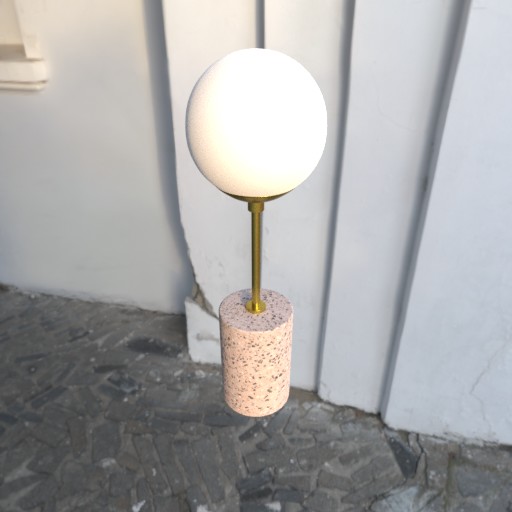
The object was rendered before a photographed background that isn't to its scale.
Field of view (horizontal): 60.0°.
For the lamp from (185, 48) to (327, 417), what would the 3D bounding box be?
[{"bbox_3d":[0.000,0.000,0.565,0.153,0.480,0.153,0,30,0],"label":"lamp"}]
